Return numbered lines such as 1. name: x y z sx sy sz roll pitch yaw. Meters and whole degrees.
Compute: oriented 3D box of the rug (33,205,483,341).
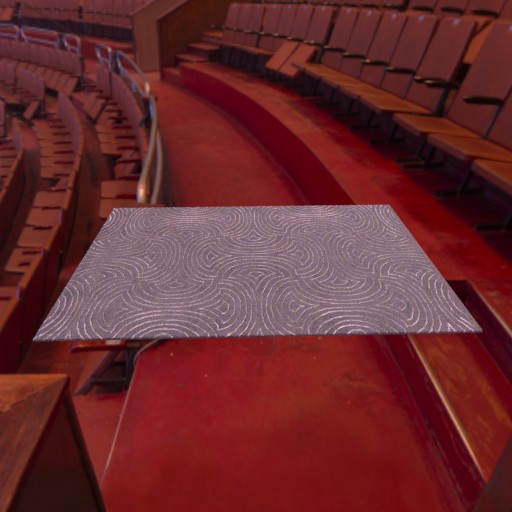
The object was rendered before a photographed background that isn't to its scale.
1. rug: 0.000 0.000 2.779 2.144 0.015 1.543 -1 30 -2
